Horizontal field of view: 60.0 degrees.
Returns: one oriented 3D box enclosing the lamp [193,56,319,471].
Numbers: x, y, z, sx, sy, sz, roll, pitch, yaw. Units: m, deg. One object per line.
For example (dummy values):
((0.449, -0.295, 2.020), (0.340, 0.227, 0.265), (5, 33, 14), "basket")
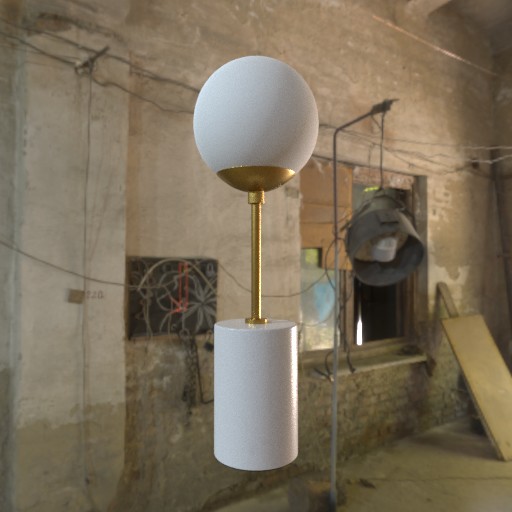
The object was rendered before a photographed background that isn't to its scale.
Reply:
((0.000, 0.000, 0.546), (0.153, 0.480, 0.153), (0, -1, 0), "lamp")
